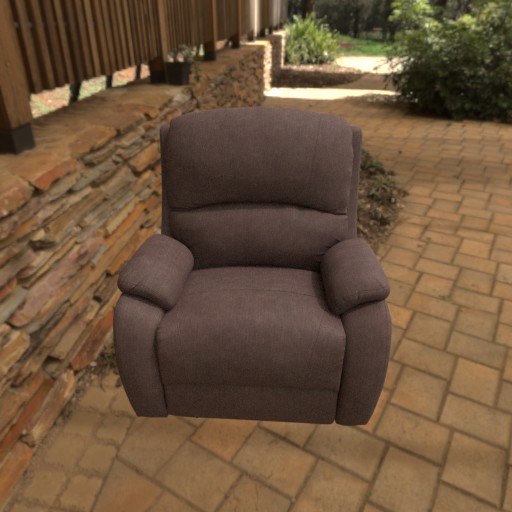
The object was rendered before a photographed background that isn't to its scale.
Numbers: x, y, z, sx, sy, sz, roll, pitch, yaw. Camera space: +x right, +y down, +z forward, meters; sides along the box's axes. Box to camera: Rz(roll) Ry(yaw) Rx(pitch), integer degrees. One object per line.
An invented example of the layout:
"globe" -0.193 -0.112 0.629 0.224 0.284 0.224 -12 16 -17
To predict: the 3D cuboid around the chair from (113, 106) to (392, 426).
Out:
"chair" 0.000 0.000 1.746 0.930 1.011 0.899 1 30 2
